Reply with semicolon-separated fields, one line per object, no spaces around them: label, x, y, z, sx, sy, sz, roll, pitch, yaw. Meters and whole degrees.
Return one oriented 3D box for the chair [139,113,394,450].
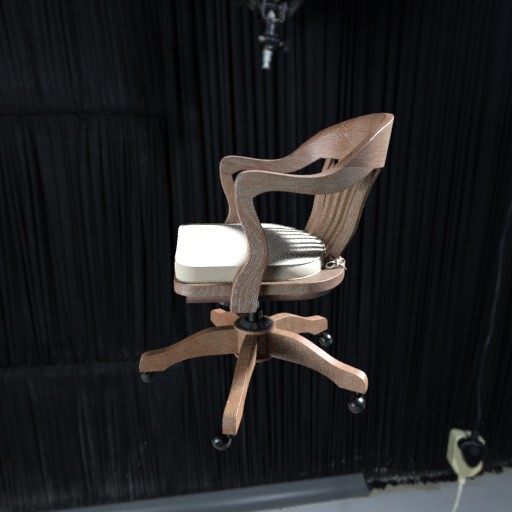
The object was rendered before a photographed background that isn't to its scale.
chair;0.000;0.000;1.426;0.788;0.878;0.750;-2;16;-8
